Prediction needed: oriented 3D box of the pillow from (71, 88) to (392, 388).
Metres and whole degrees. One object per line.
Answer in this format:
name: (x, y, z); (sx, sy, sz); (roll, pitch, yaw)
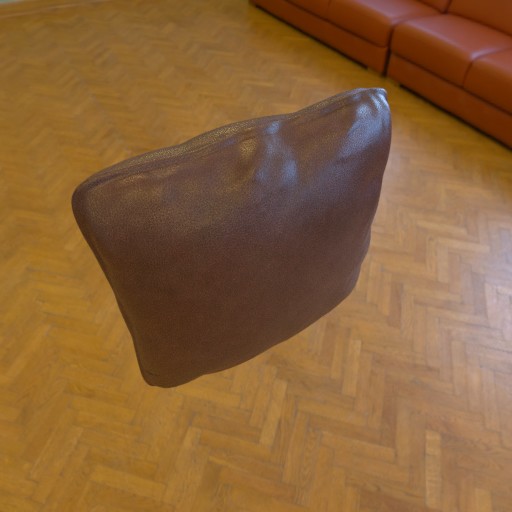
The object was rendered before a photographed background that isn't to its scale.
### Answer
pillow: (0.000, 0.000, 0.807); (0.532, 0.523, 0.236); (-24, 51, -21)
